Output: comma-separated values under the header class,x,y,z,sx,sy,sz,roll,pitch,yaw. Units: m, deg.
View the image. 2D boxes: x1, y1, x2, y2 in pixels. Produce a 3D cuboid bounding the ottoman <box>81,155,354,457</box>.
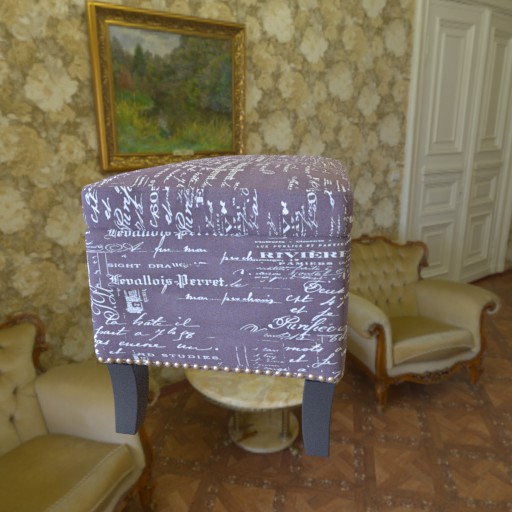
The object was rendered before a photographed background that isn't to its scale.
class,x,y,z,sx,sy,sz,roll,pitch,yaw
ottoman,0.000,0.000,1.048,0.406,0.457,0.813,3,15,9
